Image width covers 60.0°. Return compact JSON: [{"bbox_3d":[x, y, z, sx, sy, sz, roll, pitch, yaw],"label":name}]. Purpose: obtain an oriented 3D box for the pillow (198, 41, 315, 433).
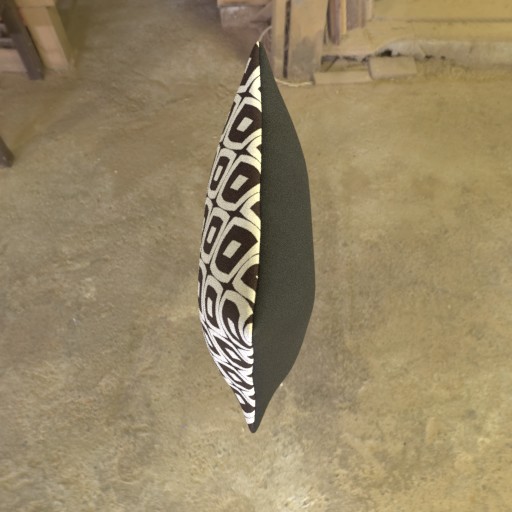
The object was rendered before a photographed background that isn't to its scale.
[{"bbox_3d":[0.000,0.000,0.777,0.188,0.494,0.504,1,57,1],"label":"pillow"}]
